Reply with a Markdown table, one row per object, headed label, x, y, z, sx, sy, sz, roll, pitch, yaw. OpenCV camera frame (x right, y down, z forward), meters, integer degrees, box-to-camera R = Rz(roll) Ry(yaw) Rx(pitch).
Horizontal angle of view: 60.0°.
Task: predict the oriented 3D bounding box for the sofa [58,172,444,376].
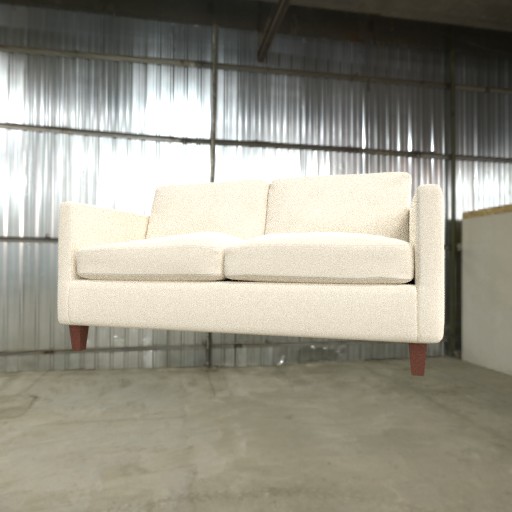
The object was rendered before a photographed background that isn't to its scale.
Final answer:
| label | x | y | z | sx | sy | sz | roll | pitch | yaw |
| --- | --- | --- | --- | --- | --- | --- | --- | --- | --- |
| sofa | 0.000 | 0.000 | 2.259 | 1.702 | 0.888 | 0.964 | 0 | -1 | 18 |
